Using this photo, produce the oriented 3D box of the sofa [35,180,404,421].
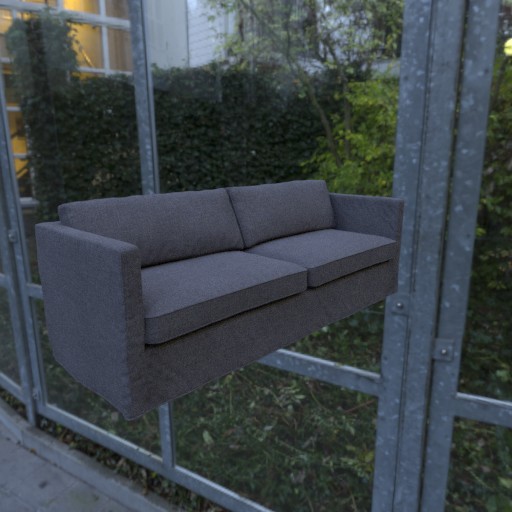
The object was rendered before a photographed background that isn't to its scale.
[{"bbox_3d":[0.000,0.000,3.314,1.036,0.998,2.779,13,19,42],"label":"sofa"}]
